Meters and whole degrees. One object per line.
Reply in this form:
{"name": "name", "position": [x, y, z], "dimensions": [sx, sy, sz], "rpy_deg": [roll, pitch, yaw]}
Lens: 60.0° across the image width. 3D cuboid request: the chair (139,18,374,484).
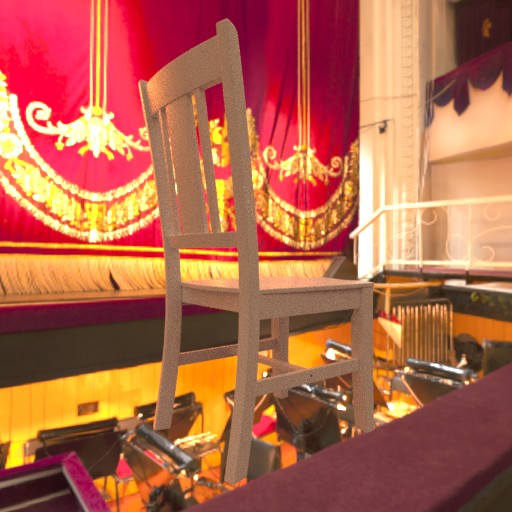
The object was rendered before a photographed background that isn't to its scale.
{"name": "chair", "position": [0.000, 0.000, 1.260], "dimensions": [0.555, 0.998, 0.450], "rpy_deg": [0, 1, -38]}
